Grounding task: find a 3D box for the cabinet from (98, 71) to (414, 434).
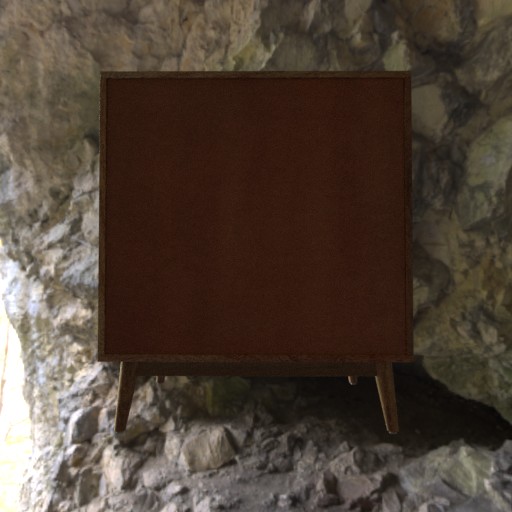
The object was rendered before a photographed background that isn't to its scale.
[{"bbox_3d":[0.000,0.000,1.148,0.647,0.758,0.473,0,-1,0],"label":"cabinet"}]
